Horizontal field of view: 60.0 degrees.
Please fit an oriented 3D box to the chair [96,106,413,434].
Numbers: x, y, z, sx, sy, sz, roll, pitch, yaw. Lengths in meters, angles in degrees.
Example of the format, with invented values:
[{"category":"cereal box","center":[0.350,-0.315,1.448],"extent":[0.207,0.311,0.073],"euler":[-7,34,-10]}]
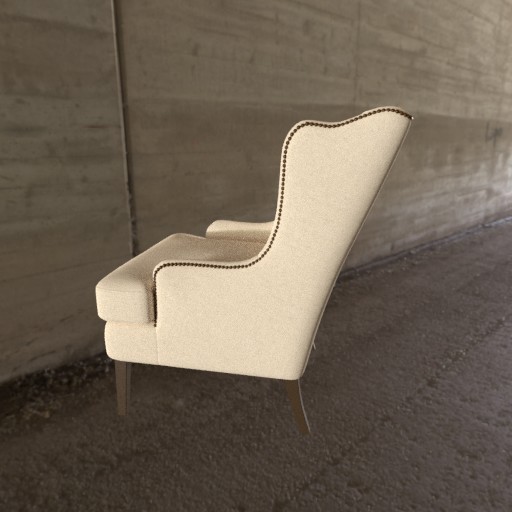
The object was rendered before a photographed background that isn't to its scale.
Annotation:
[{"category":"chair","center":[0.000,0.000,1.651],"extent":[0.940,1.029,0.737],"euler":[2,15,9]}]
